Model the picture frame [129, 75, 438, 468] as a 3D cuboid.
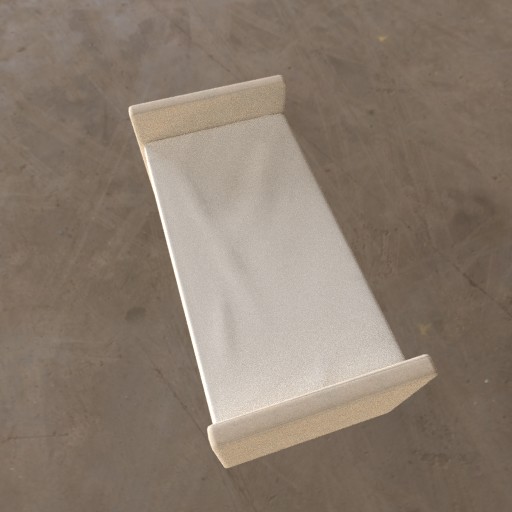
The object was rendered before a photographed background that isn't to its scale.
[{"bbox_3d":[0.000,0.000,2.811,1.069,0.891,2.161,-15,61,-9],"label":"picture frame"}]
